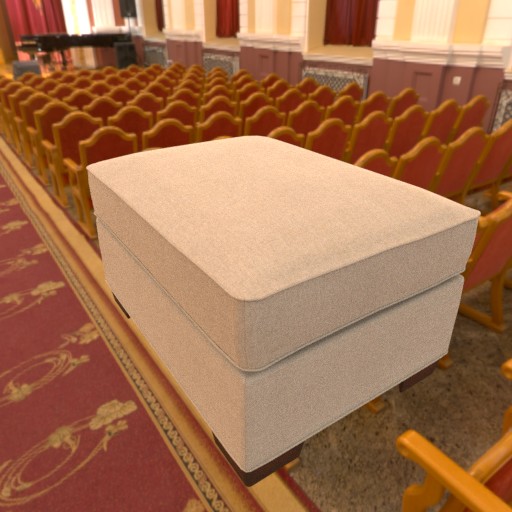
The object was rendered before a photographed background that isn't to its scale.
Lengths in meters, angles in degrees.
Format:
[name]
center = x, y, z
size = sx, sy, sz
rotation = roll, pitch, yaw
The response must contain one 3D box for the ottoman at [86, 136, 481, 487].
[ottoman]
center = 0.000, 0.000, 1.185
size = 0.617, 0.503, 0.846
rotation = -18, 33, -30
